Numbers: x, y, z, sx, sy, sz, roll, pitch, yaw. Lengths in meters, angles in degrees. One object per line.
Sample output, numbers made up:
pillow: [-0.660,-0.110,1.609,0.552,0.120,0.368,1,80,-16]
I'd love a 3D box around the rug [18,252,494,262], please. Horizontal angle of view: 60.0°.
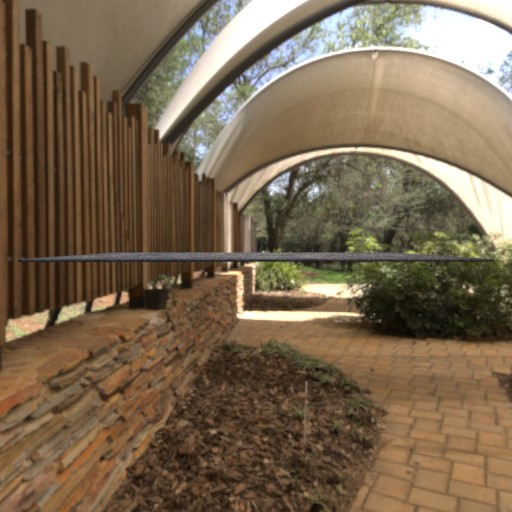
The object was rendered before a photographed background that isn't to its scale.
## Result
rug: [0.000,0.000,2.191,1.754,0.010,1.139,0,2,-1]
